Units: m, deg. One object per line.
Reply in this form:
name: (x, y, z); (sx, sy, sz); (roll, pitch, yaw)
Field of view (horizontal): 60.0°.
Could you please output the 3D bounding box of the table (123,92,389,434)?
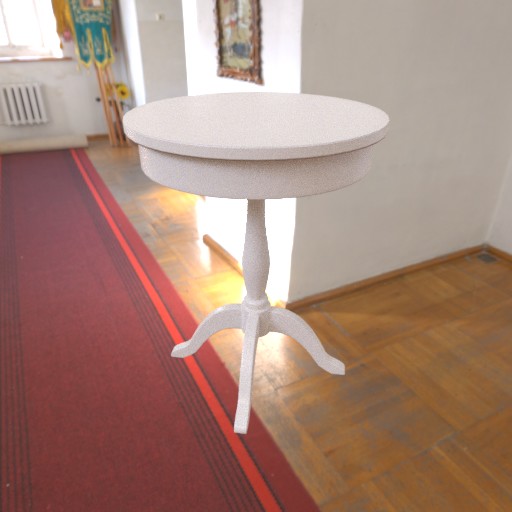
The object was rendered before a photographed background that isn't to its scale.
table: (0.000, 0.000, 1.037); (0.513, 0.653, 0.513); (0, 29, 0)
